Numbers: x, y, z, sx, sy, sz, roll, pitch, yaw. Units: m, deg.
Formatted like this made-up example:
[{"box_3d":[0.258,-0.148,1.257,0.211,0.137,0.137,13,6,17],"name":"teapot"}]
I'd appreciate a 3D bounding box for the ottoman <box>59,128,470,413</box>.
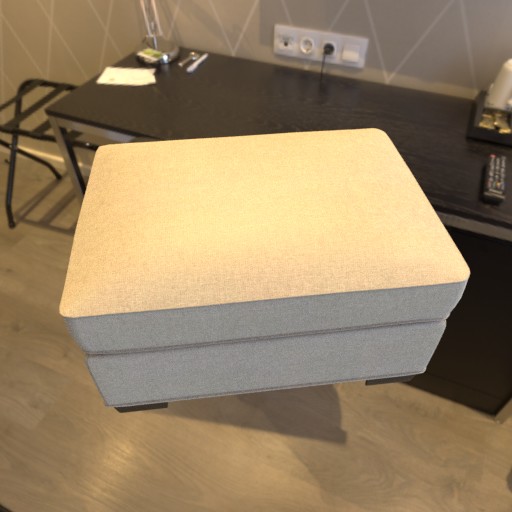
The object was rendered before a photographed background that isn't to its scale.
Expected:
[{"box_3d":[0.000,0.000,1.221,0.843,0.504,0.619,-5,46,-5],"name":"ottoman"}]
